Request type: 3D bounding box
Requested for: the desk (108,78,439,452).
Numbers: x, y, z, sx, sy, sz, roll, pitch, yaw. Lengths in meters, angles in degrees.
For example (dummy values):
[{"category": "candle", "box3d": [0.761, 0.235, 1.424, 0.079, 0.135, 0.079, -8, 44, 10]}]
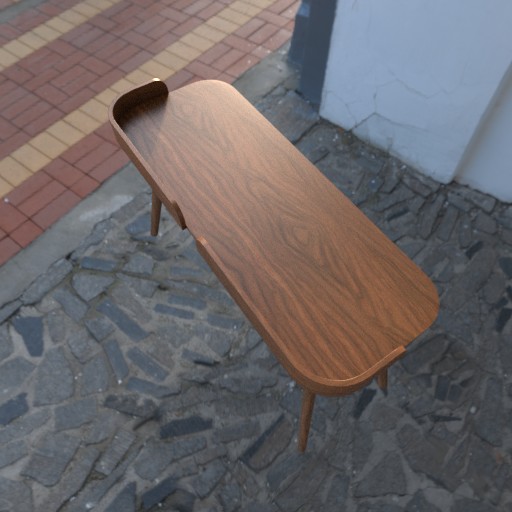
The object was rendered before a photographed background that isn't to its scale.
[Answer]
[{"category": "desk", "box3d": [0.000, 0.000, 1.675, 0.486, 0.800, 1.256, -30, 63, -17]}]
